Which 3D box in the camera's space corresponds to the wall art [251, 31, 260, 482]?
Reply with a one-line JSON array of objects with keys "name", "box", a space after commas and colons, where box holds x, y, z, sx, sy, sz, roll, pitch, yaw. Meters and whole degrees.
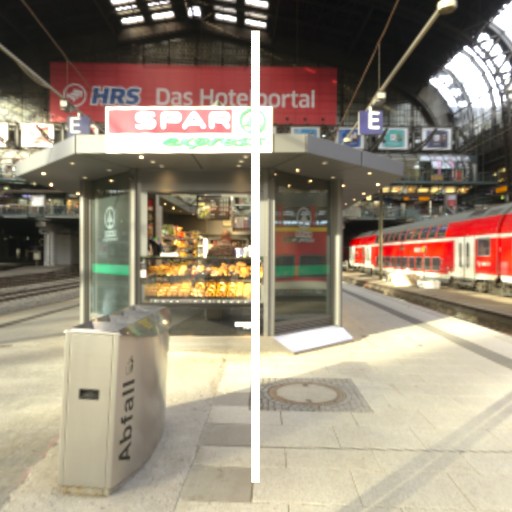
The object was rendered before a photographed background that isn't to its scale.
[{"name": "wall art", "box": [0.000, 0.000, 1.203, 0.015, 0.812, 0.812, 0, 0, 0]}]
